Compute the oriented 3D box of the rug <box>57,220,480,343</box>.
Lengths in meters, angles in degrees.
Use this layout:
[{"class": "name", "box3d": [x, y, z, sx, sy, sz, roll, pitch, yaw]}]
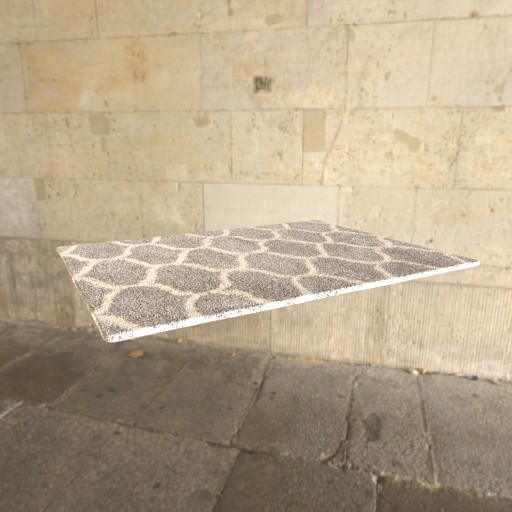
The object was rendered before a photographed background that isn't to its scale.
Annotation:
[{"class": "rug", "box3d": [0.000, 0.000, 2.072, 1.600, 0.025, 1.200, -8, 17, -28]}]
